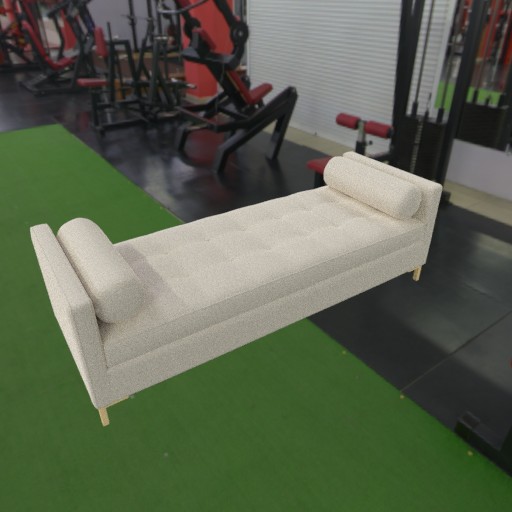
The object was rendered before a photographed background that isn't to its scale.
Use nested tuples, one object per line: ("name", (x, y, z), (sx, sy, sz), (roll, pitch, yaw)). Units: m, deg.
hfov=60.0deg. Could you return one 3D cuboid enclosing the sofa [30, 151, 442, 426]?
("sofa", (0.000, 0.000, 2.356), (1.985, 0.641, 0.746), (-19, 36, -28))
